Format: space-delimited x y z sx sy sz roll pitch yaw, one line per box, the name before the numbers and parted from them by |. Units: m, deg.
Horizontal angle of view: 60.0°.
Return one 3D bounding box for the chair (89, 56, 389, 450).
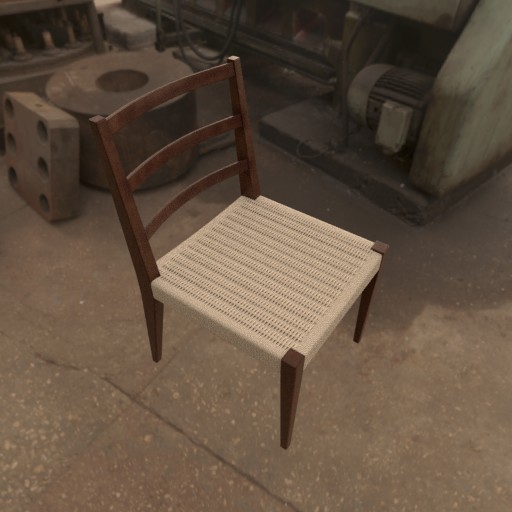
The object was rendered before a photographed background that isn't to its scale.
chair | 0.000 0.000 1.185 0.551 0.813 0.480 26 48 26
